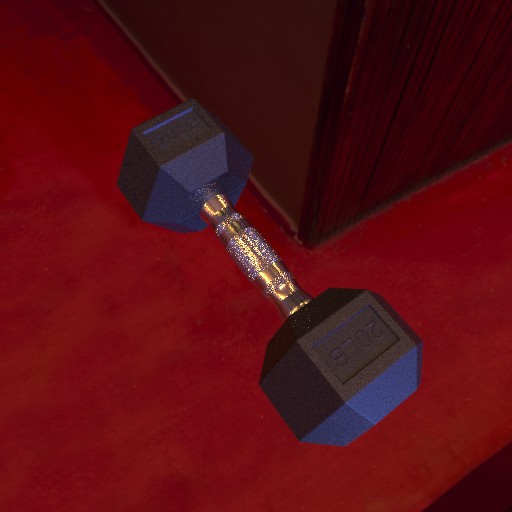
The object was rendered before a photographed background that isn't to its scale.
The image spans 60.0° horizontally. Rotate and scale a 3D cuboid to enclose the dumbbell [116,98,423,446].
[{"bbox_3d":[0.000,0.000,0.326,0.106,0.092,0.272,-33,68,-15],"label":"dumbbell"}]
